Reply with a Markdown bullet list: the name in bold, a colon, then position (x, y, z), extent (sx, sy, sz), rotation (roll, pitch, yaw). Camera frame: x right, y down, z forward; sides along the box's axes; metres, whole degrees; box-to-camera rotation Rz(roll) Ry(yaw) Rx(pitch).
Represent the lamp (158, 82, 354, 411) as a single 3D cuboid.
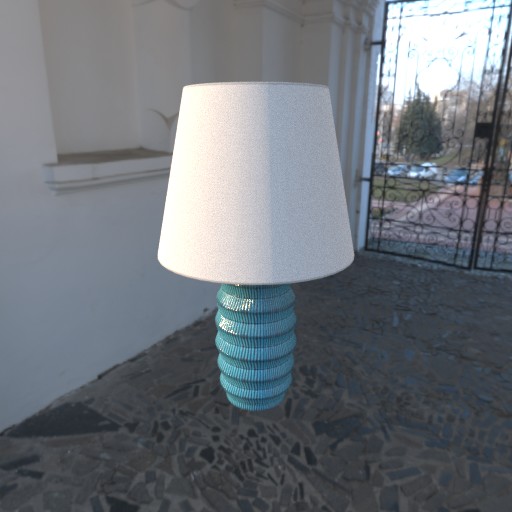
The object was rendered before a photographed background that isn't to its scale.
- **lamp**: position (0.000, 0.000, 0.820), extent (0.355, 0.582, 0.355), rotation (0, 17, 0)
